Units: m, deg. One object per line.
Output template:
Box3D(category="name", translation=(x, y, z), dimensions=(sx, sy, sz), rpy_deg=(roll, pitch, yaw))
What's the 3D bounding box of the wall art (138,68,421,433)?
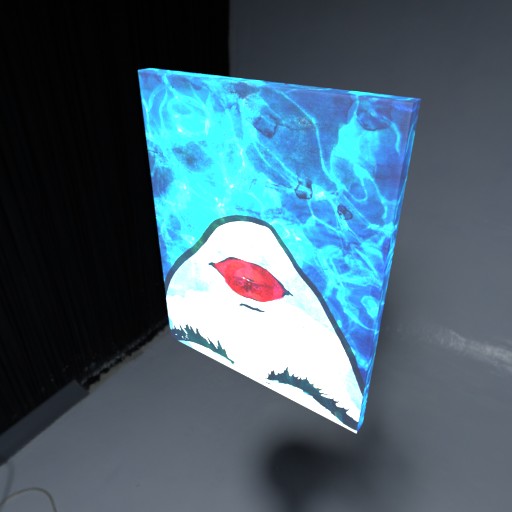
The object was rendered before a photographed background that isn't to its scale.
Box3D(category="wall art", translation=(0.000, 0.000, 1.029), dimensions=(0.609, 0.760, 0.038), rpy_deg=(19, 35, 30))
